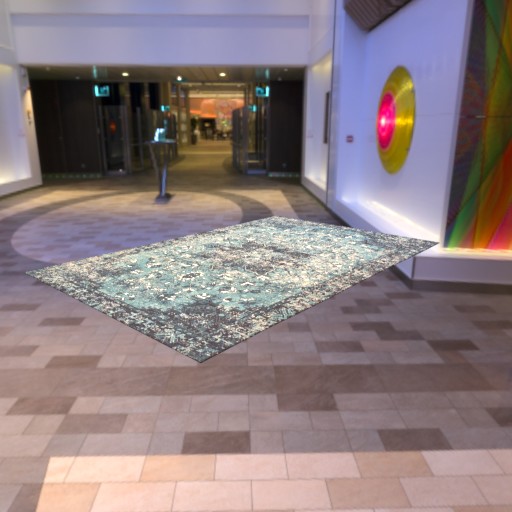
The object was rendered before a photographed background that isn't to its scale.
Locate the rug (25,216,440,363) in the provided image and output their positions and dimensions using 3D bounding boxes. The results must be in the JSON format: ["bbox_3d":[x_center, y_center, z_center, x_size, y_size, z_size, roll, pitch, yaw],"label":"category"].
[{"bbox_3d":[0.000,0.000,2.299,1.219,0.005,1.828,14,21,40],"label":"rug"}]
